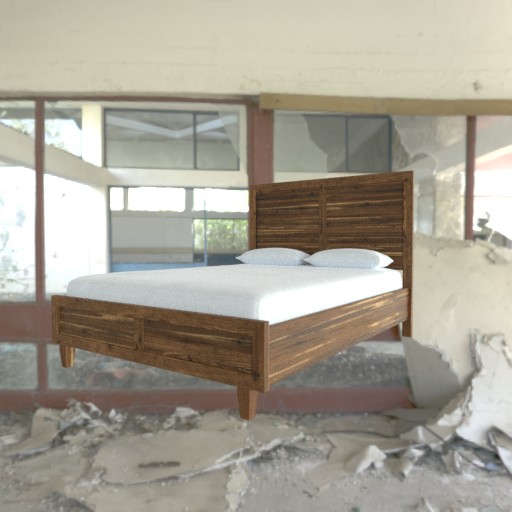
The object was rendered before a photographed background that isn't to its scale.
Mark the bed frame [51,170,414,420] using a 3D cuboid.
[{"bbox_3d":[0.000,0.000,3.351,1.696,1.417,2.276,1,2,35],"label":"bed frame"}]
